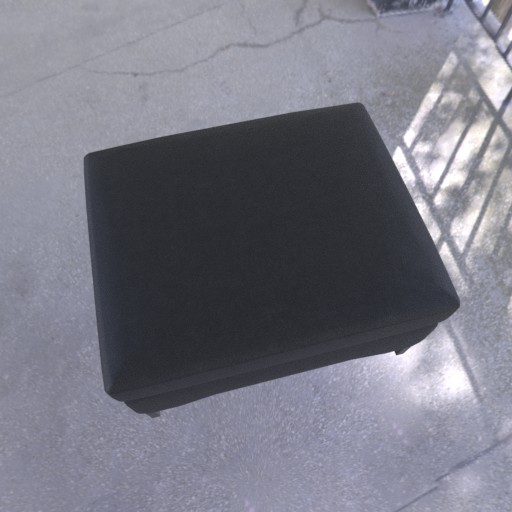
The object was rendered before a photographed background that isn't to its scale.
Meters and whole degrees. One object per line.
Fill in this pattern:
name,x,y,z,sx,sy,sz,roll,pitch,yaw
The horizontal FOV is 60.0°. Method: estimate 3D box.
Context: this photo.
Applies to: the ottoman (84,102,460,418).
ottoman,0.000,0.000,1.830,1.187,0.696,0.967,-13,63,-6
